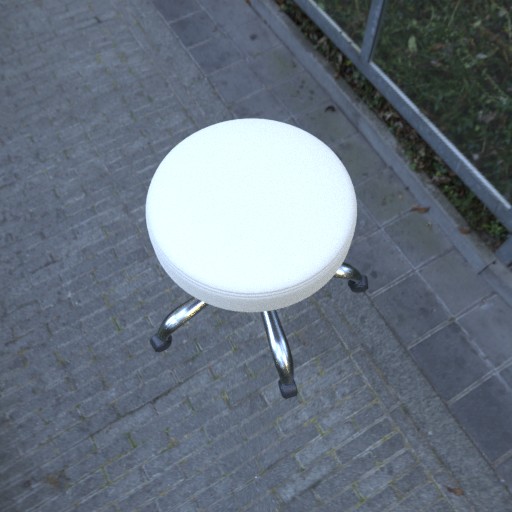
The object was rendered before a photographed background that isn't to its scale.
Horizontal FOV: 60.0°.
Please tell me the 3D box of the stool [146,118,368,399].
[{"bbox_3d":[0.000,0.000,1.065,0.634,0.482,0.614,-15,64,-7],"label":"stool"}]
